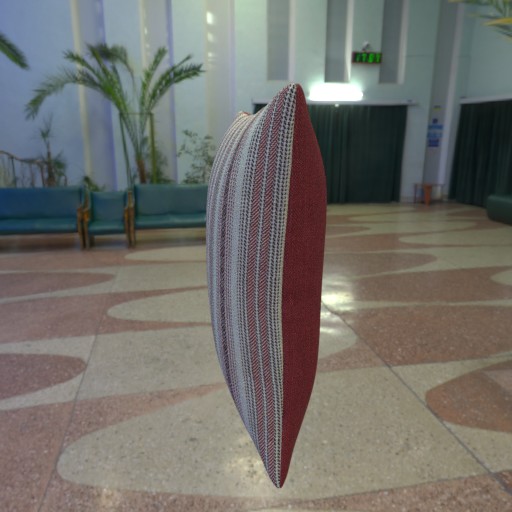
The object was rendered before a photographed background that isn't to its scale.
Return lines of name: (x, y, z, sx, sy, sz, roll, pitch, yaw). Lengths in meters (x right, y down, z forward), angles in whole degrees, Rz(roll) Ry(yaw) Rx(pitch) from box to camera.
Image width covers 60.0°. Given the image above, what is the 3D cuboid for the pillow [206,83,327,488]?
pillow: (0.000, 0.000, 0.756, 0.166, 0.497, 0.513, -2, 15, -8)
